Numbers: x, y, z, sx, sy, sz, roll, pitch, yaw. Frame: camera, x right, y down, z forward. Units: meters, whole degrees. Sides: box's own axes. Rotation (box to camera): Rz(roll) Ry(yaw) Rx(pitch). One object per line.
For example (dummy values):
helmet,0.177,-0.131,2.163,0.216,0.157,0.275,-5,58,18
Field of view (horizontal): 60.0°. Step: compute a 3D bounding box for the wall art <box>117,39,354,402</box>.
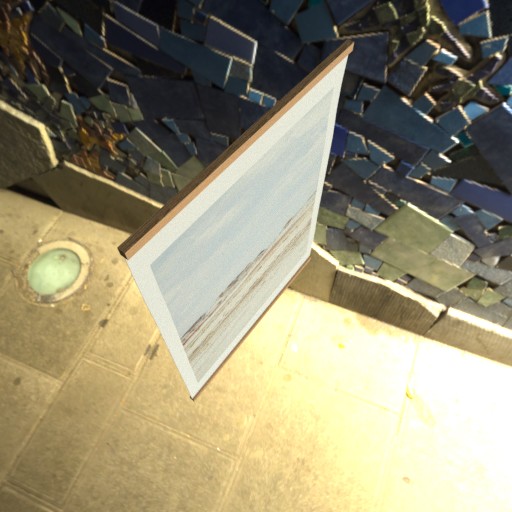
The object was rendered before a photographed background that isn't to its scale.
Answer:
wall art,0.000,0.000,0.808,0.011,0.605,0.458,33,64,19
